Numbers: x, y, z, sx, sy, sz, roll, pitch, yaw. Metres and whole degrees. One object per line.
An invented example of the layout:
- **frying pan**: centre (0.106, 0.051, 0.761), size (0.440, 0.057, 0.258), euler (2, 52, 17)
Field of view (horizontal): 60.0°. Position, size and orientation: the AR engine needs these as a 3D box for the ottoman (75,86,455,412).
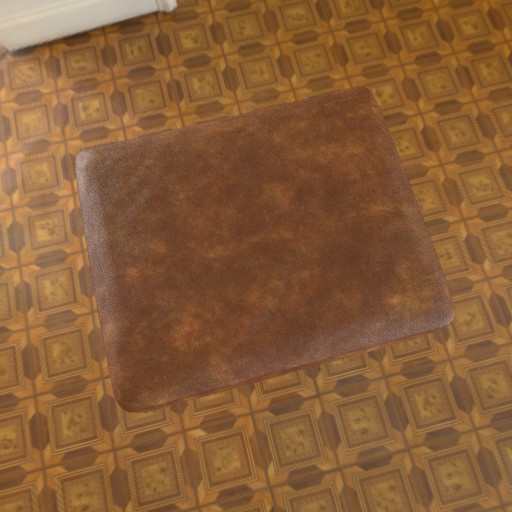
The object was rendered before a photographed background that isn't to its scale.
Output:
- **ottoman**: centre (0.000, 0.000, 1.127), size (0.751, 0.476, 0.603), euler (-14, 75, -4)
